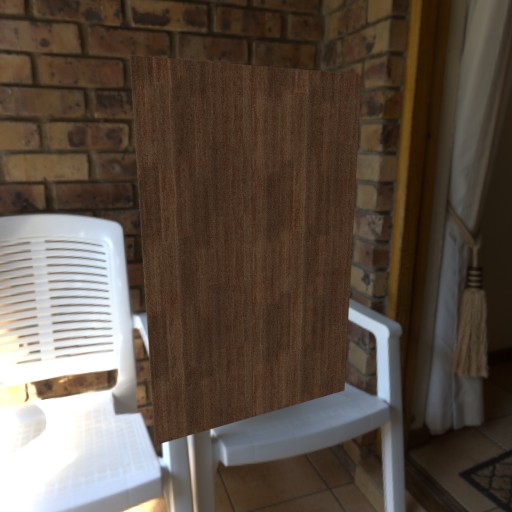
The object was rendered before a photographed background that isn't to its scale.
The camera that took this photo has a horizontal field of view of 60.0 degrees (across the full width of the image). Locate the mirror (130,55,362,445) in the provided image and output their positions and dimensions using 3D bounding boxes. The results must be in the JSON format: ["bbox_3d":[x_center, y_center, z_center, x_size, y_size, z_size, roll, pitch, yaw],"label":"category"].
[{"bbox_3d":[0.000,0.000,1.275,0.651,1.010,0.047,-7,16,-25],"label":"mirror"}]
